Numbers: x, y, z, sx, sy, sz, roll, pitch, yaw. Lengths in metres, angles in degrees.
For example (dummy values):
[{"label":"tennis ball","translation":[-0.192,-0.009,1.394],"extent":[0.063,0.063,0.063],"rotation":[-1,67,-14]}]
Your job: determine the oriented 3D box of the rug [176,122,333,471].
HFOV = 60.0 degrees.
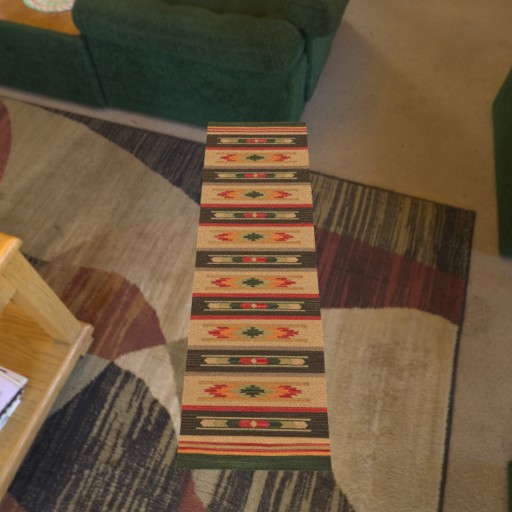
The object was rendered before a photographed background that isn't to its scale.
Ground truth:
[{"label":"rug","translation":[0.000,0.000,2.783],"extent":[0.760,0.009,2.440],"rotation":[0,58,0]}]
